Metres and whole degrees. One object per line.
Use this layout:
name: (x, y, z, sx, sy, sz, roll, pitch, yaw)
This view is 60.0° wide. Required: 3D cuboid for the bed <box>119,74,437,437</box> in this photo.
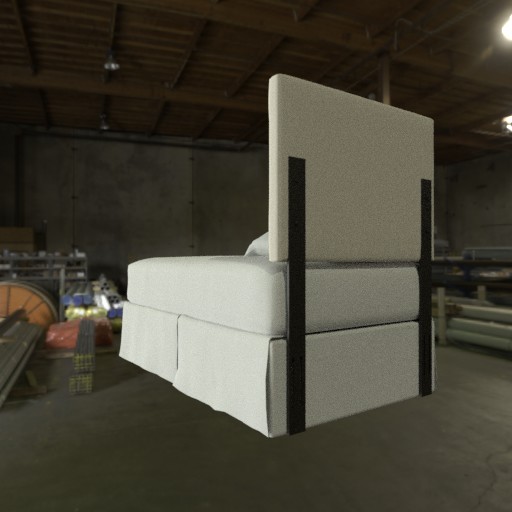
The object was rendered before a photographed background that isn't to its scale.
bed: (0.000, 0.000, 3.018, 1.261, 1.571, 1.997, 0, 0, -35)
